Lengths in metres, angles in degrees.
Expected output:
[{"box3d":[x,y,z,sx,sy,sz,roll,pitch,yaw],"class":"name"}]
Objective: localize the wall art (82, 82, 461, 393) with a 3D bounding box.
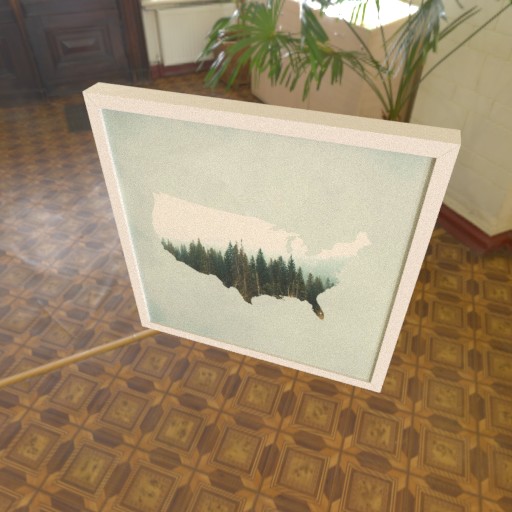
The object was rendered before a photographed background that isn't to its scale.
[{"box3d":[0.000,0.000,0.749,0.509,0.509,0.040,12,42,14],"class":"wall art"}]
